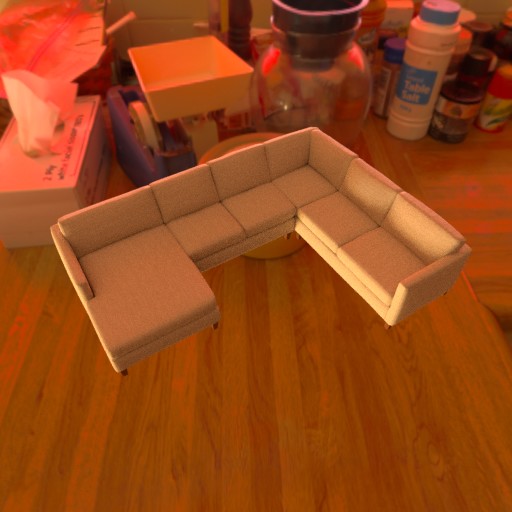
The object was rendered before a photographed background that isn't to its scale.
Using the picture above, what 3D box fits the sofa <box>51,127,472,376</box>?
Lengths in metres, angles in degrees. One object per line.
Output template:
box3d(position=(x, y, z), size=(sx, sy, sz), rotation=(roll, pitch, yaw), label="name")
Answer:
box3d(position=(0.000, 0.000, 4.631), size=(3.460, 0.961, 2.594), rotation=(-25, 52, -21), label="sofa")
